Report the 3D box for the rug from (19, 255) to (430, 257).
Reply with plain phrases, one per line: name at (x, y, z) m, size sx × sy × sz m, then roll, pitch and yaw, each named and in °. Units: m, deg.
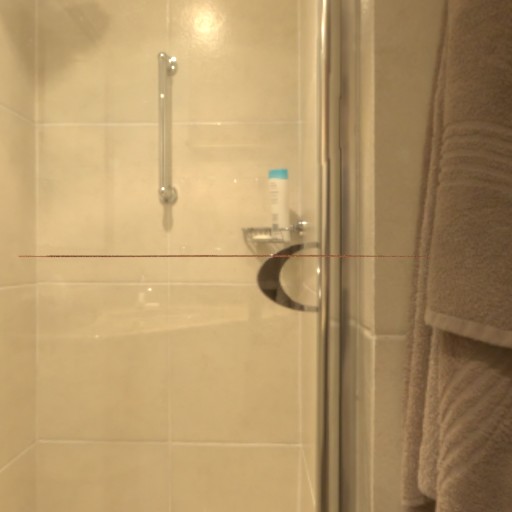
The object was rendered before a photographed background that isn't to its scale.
rug at (0.000, 0.000, 2.555) m, size 2.353 × 0.013 × 0.718 m, roll 0°, pitch 0°, yaw -36°
